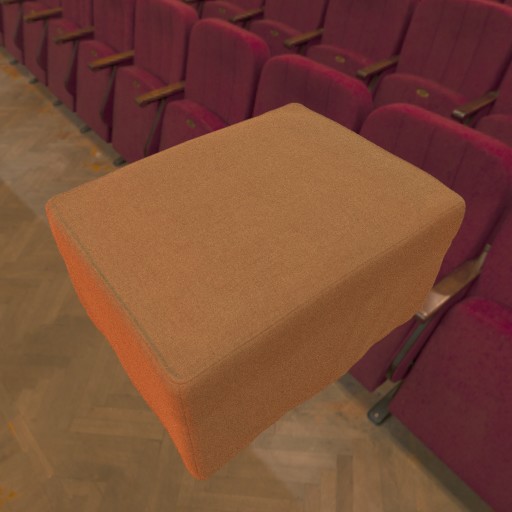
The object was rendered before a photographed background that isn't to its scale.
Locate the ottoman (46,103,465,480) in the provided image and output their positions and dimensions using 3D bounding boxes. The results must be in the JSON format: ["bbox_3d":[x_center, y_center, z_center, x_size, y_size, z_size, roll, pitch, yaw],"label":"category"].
[{"bbox_3d":[0.000,0.000,1.190,0.833,0.485,0.650,-29,52,-26],"label":"ottoman"}]
